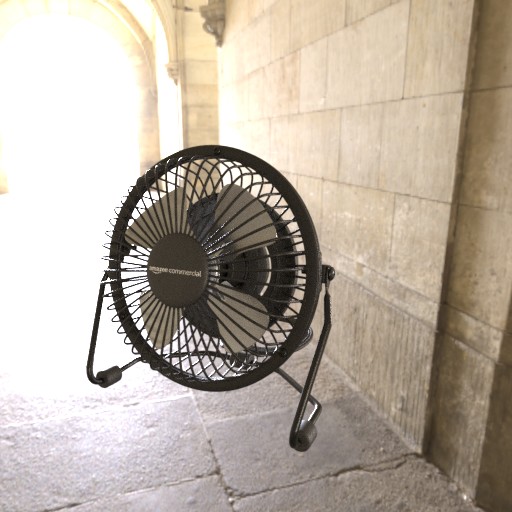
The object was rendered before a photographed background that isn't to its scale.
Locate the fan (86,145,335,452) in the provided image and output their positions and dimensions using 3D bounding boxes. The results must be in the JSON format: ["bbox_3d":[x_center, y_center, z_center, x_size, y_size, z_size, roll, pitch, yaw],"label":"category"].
[{"bbox_3d":[0.000,0.000,0.310,0.153,0.152,0.202,7,16,25],"label":"fan"}]
